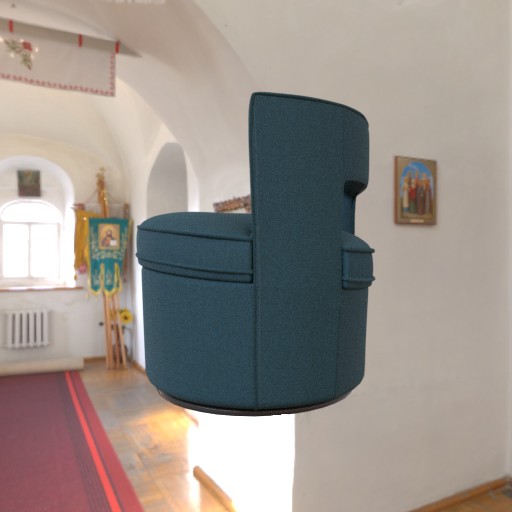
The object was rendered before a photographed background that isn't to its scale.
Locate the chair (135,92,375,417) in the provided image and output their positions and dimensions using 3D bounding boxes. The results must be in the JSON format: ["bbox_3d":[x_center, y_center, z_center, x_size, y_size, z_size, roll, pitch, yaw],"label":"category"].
[{"bbox_3d":[0.000,0.000,1.267,0.660,0.711,0.684,0,1,17],"label":"chair"}]
